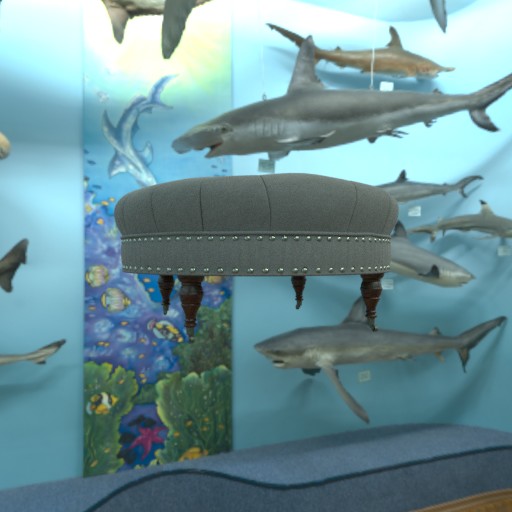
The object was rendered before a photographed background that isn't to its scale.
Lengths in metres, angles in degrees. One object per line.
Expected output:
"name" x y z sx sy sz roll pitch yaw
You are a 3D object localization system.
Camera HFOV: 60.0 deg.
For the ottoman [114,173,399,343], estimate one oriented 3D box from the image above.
"ottoman" 0.000 0.000 1.461 0.901 0.439 0.901 0 0 0
